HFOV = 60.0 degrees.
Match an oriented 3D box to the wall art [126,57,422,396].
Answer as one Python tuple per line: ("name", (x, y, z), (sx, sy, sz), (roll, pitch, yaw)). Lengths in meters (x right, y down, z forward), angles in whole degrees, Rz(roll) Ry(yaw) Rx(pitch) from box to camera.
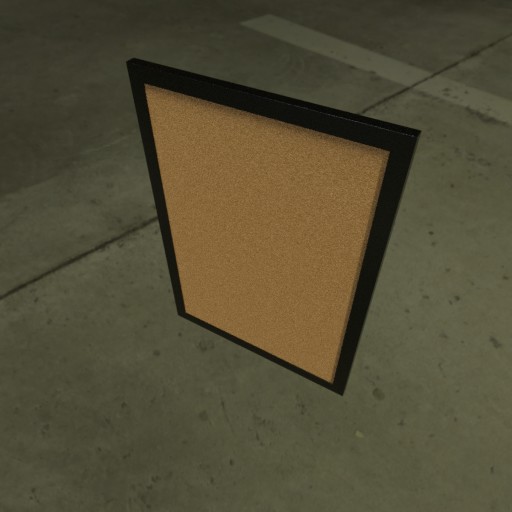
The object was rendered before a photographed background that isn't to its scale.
("wall art", (0.000, 0.000, 0.564), (0.304, 0.432, 0.013), (22, 49, 20))
